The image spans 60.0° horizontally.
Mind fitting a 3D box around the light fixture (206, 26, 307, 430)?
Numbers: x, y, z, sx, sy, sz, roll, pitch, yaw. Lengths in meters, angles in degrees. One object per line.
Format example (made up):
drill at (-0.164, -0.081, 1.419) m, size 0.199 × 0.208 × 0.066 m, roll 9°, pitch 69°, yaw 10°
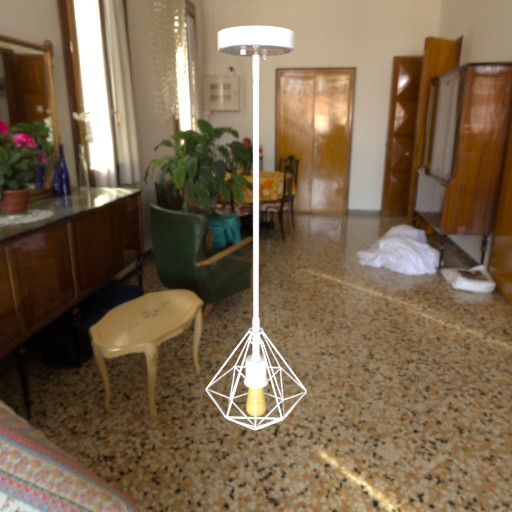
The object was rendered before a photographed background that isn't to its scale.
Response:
light fixture at (0.000, 0.000, 1.941) m, size 0.431 × 1.764 × 0.487 m, roll -8°, pitch 19°, yaw -26°
